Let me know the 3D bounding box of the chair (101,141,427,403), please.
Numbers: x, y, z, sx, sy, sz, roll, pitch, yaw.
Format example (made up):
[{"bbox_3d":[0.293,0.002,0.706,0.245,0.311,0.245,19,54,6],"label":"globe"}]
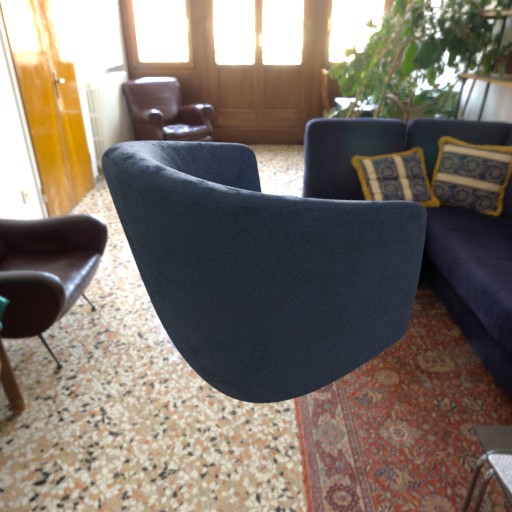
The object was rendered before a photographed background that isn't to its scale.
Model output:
[{"bbox_3d":[0.000,0.000,1.325,0.767,0.698,0.773,-18,32,-31],"label":"chair"}]
